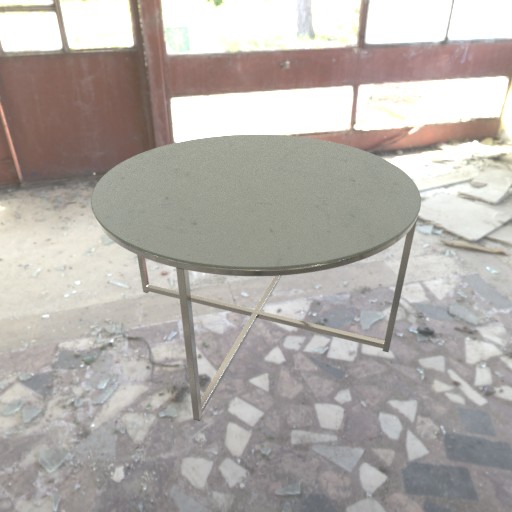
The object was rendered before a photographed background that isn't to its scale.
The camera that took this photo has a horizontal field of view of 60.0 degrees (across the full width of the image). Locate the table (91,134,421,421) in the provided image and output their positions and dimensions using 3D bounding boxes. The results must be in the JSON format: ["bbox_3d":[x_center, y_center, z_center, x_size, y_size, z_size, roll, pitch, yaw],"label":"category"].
[{"bbox_3d":[0.000,0.000,1.244,0.800,0.450,0.800,0,32,0],"label":"table"}]
